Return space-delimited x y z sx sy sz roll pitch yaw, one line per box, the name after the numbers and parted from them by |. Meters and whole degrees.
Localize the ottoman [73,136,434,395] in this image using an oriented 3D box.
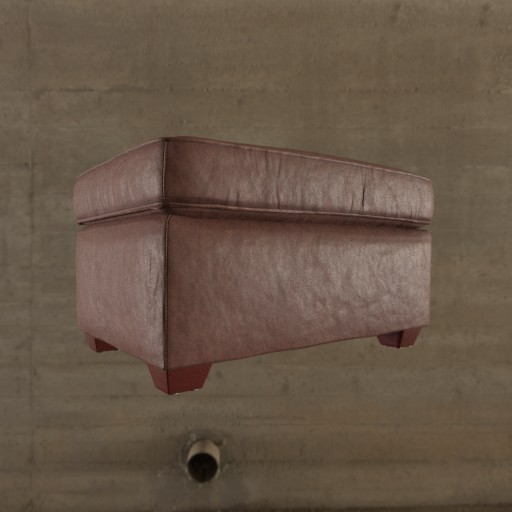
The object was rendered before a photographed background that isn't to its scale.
0.000 0.000 1.082 0.749 0.449 0.548 0 0 -36 | ottoman
